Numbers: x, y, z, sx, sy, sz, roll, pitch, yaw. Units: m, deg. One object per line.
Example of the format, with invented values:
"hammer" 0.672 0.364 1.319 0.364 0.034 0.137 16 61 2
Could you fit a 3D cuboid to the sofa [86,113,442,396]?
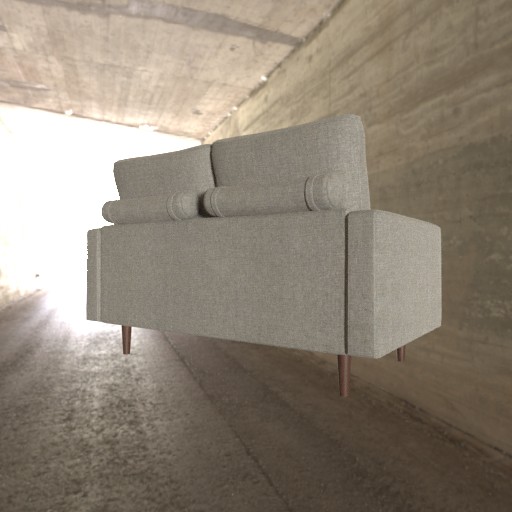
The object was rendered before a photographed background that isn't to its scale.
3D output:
"sofa" 0.000 0.000 1.981 1.407 0.907 0.842 0 0 35
